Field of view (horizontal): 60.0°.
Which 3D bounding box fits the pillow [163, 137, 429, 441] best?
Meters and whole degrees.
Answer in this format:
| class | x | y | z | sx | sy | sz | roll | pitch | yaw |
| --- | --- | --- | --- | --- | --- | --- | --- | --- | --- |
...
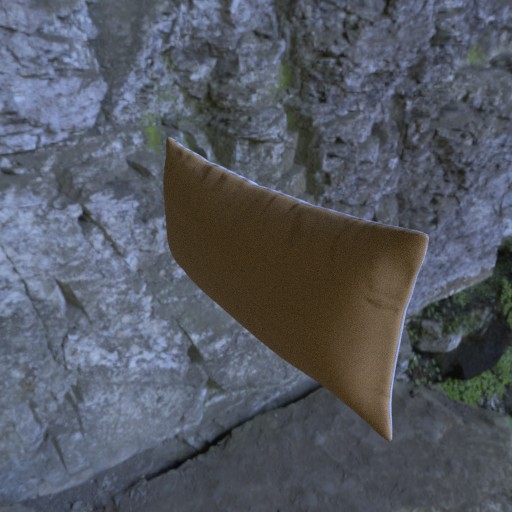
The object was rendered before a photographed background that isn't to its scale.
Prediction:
| class | x | y | z | sx | sy | sz | roll | pitch | yaw |
| --- | --- | --- | --- | --- | --- | --- | --- | --- | --- |
| pillow | 0.000 | 0.000 | 0.729 | 0.151 | 0.291 | 0.608 | -17 | 31 | -31 |
